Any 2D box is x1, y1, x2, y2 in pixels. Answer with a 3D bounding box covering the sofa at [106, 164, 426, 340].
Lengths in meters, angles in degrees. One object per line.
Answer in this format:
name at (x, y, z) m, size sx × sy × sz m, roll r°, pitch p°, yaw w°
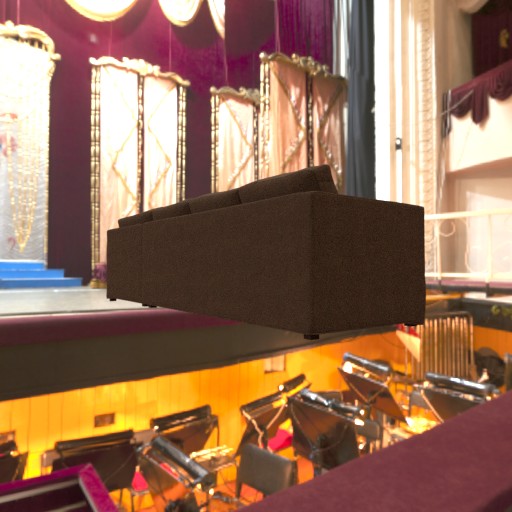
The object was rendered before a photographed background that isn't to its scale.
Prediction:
sofa at (0.000, 0.000, 3.888) m, size 1.650 × 0.922 × 3.205 m, roll 1°, pitch -1°, yaw -36°
